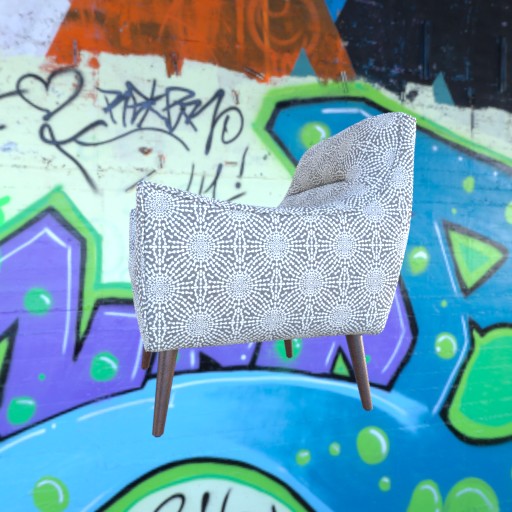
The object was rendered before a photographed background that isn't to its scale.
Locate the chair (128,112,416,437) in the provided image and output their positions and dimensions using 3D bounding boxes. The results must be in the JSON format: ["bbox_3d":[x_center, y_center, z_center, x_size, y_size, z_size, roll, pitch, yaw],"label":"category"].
[{"bbox_3d":[0.000,0.000,1.424,0.787,0.838,0.762,0,2,-17],"label":"chair"}]
